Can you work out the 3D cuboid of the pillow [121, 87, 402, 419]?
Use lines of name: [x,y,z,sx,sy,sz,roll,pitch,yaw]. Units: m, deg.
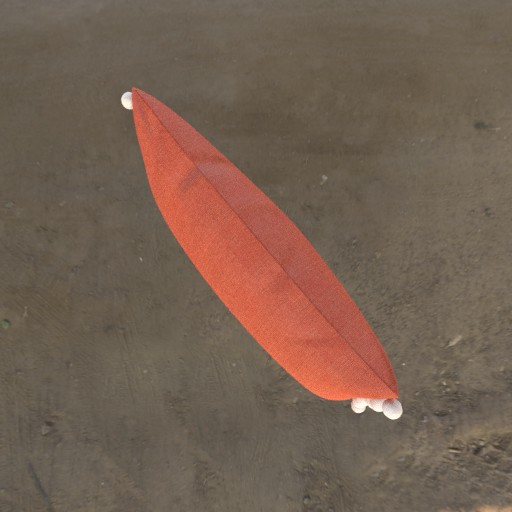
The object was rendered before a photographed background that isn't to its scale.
pillow: [0.000,0.000,0.835,0.201,0.322,0.709,-38,77,-10]
